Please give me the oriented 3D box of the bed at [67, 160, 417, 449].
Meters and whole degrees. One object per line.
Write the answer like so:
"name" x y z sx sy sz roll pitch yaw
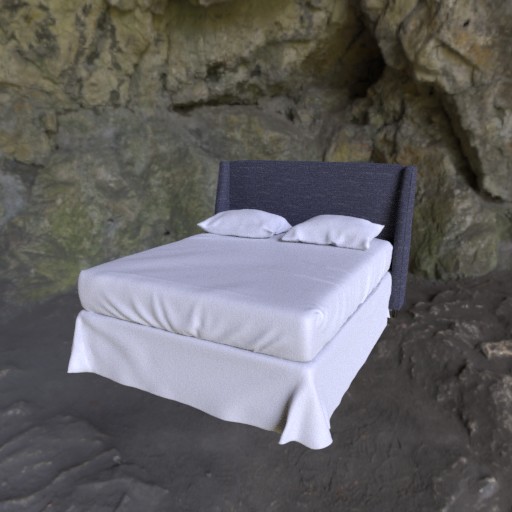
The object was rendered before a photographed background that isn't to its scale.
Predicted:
"bed" 0.000 0.000 3.382 1.925 1.332 2.276 8 16 27
